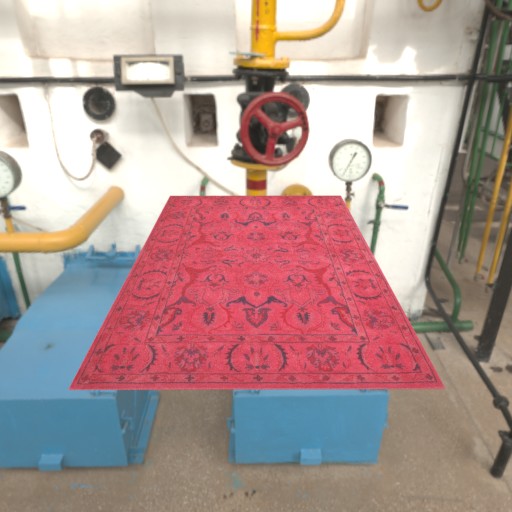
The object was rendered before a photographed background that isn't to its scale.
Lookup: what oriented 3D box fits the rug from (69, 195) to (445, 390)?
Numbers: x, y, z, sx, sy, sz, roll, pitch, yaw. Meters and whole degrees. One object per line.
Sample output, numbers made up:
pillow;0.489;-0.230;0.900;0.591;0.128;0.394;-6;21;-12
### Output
rug;0.000;0.000;2.885;1.534;0.010;2.423;0;26;0
